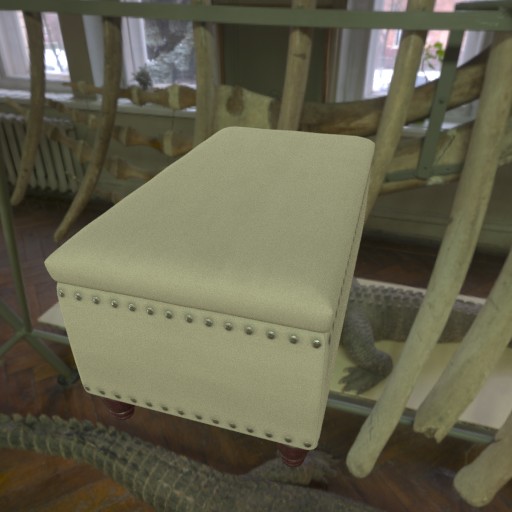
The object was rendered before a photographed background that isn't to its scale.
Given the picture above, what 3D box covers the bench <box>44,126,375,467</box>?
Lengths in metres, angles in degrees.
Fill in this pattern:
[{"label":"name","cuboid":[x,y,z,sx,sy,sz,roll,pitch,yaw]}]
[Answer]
[{"label":"bench","cuboid":[0.000,0.000,1.159,0.500,0.449,0.887,9,32,14]}]
